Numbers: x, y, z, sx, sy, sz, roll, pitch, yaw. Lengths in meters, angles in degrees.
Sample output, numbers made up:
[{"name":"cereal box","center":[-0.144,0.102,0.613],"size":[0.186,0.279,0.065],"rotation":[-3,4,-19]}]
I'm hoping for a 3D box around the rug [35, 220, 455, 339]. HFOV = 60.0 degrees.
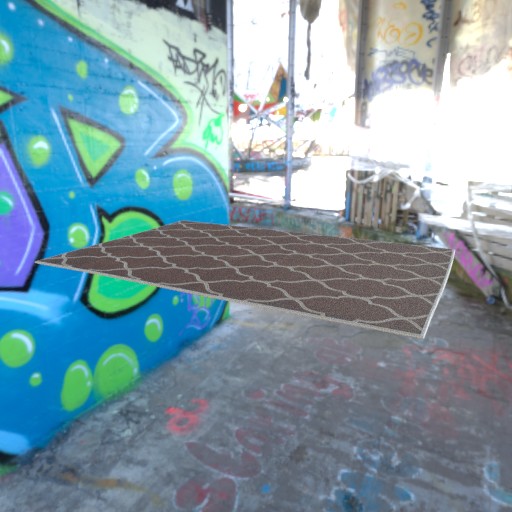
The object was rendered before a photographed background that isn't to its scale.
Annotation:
[{"name":"rug","center":[0.000,0.000,2.877],"size":[2.294,0.014,1.528],"rotation":[8,17,26]}]
